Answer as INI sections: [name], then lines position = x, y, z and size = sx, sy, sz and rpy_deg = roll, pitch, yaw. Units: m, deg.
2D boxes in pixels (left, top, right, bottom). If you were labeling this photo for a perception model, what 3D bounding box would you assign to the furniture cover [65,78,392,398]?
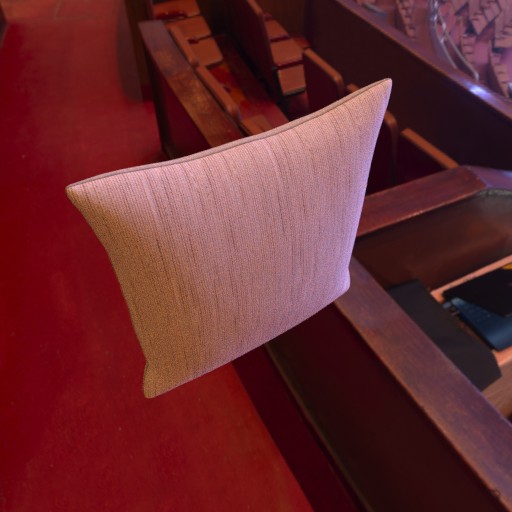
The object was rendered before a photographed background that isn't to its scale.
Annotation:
[furniture cover]
position = 0.000, 0.000, 0.770
size = 0.512, 0.506, 0.178
rpy_deg = -25, 52, -22
